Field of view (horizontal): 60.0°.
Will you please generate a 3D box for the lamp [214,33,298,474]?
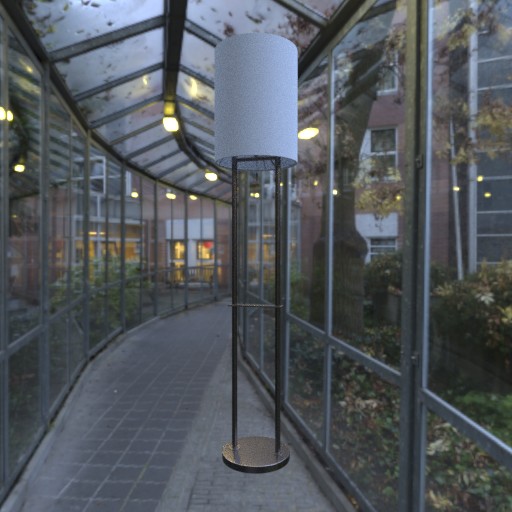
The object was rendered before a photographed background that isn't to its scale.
[{"bbox_3d":[0.000,0.000,1.645,0.306,1.500,0.305,0,1,15],"label":"lamp"}]
